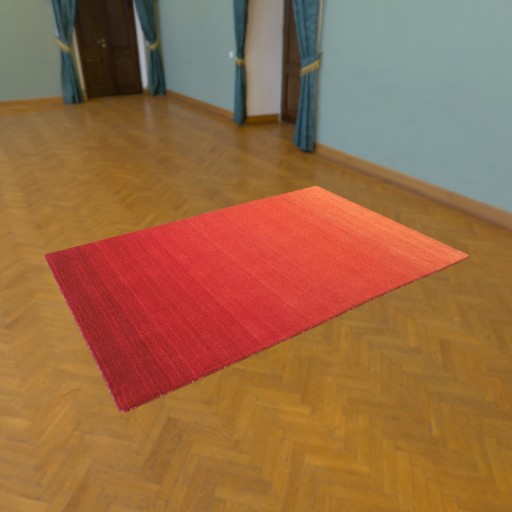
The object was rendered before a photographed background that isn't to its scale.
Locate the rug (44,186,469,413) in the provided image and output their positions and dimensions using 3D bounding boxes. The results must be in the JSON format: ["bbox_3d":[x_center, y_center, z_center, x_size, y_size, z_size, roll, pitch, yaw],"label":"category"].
[{"bbox_3d":[0.000,0.000,2.290,1.835,0.018,1.230,-18,34,-29],"label":"rug"}]
